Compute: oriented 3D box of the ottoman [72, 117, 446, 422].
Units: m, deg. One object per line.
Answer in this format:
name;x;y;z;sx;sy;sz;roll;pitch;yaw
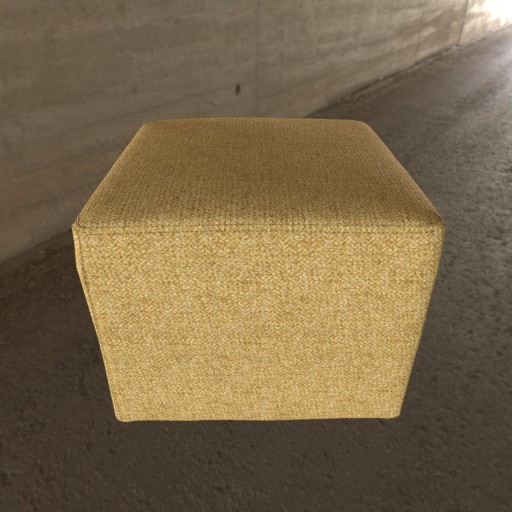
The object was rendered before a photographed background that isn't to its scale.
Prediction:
ottoman;0.000;0.000;0.880;0.505;0.441;0.512;0;32;-1
